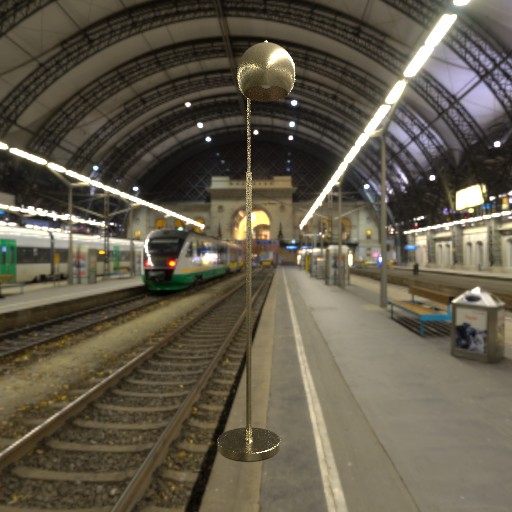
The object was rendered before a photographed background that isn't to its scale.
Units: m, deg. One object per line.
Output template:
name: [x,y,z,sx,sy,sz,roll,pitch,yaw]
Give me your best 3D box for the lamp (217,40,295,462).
lamp: [0.000,0.000,1.678,0.250,1.526,0.431,0,0,-18]
